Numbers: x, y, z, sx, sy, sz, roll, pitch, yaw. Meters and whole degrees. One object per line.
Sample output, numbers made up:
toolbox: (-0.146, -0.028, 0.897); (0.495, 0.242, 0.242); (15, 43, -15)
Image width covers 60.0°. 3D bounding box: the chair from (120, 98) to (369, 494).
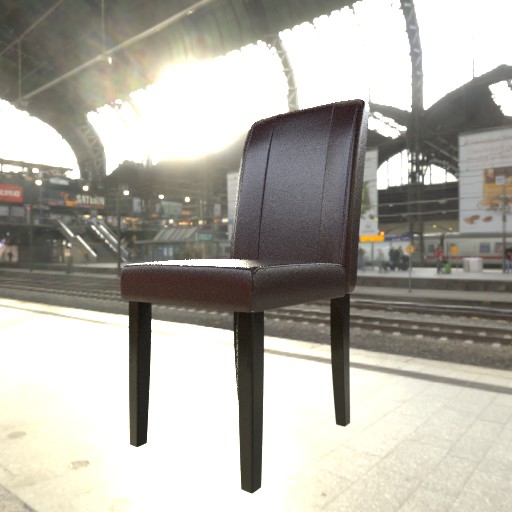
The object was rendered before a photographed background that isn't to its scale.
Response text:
chair: (0.000, 0.000, 1.148); (0.399, 0.897, 0.556); (0, 0, 36)
